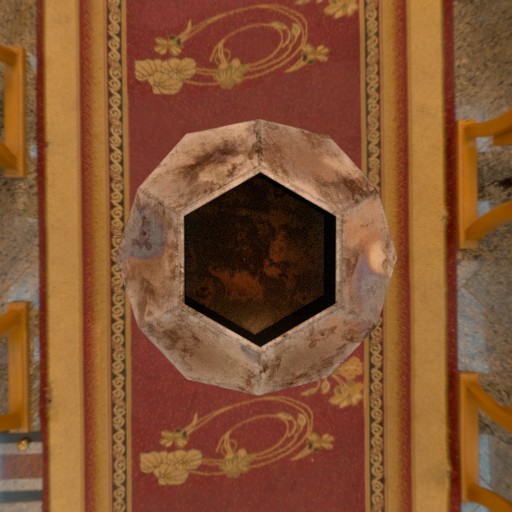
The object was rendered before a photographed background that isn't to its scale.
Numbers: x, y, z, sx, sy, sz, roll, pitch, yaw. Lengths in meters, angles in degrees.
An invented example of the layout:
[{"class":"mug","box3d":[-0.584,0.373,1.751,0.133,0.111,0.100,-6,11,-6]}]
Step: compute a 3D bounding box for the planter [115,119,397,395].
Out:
[{"class":"planter","box3d":[0.000,0.000,0.432,0.243,0.238,0.221,0,91,-1]}]
